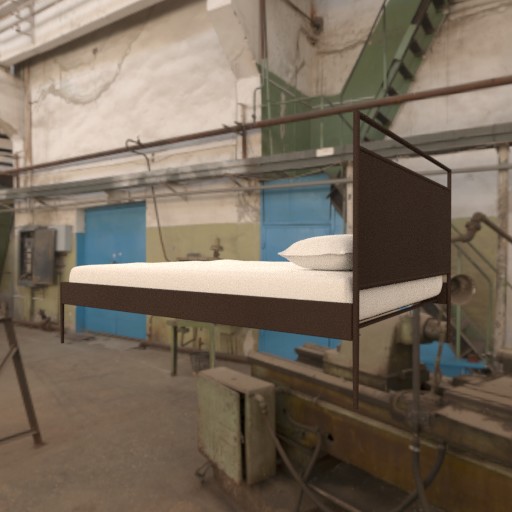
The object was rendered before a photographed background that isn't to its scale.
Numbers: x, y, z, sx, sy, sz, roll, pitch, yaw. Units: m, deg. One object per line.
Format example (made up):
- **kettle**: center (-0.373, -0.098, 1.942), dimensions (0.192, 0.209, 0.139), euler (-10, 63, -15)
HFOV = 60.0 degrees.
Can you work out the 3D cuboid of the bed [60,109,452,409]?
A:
- **bed**: center (0.000, 0.000, 2.983), dimensions (2.122, 1.173, 1.572), euler (1, 1, 36)
